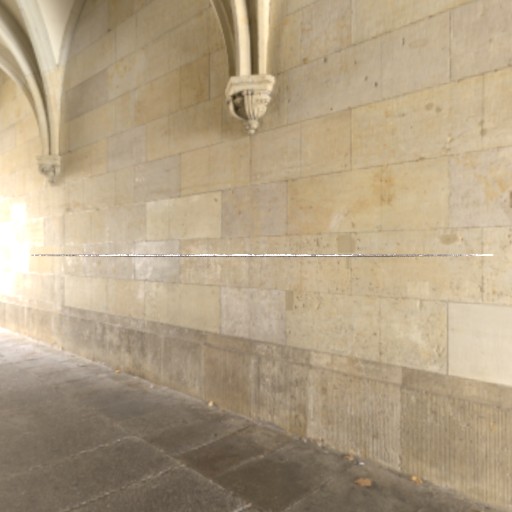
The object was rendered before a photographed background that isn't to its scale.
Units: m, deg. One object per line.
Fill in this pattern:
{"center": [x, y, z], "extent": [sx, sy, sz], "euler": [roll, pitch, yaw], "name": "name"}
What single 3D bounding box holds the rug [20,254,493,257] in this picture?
{"center": [0.000, 0.000, 3.023], "extent": [2.440, 0.010, 1.529], "euler": [0, 0, 1], "name": "rug"}
